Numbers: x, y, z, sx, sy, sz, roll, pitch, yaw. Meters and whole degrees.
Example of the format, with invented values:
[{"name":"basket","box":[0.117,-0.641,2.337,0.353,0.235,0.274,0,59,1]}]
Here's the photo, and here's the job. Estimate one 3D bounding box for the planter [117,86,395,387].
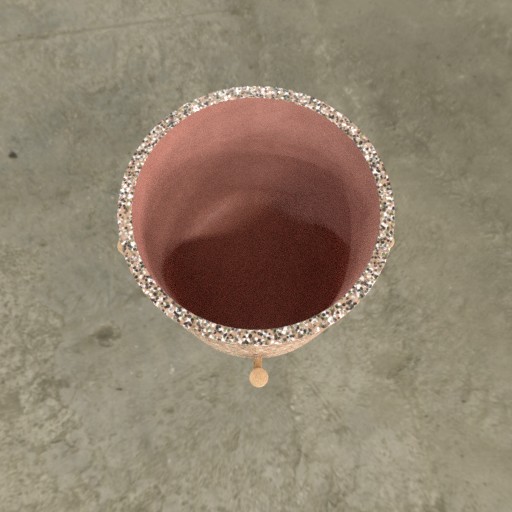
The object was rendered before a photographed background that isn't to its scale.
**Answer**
[{"name":"planter","box":[0.000,0.000,0.686,0.360,0.419,0.360,21,75,6]}]
